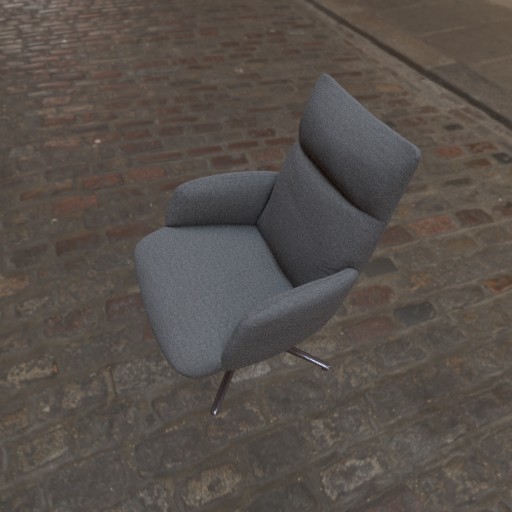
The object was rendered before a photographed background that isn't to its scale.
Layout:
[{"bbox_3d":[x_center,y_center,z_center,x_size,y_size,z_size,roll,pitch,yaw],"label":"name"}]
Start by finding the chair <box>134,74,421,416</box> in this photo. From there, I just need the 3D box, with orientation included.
[{"bbox_3d":[0.000,0.000,1.569,0.831,0.984,0.702,-17,48,-16],"label":"chair"}]
